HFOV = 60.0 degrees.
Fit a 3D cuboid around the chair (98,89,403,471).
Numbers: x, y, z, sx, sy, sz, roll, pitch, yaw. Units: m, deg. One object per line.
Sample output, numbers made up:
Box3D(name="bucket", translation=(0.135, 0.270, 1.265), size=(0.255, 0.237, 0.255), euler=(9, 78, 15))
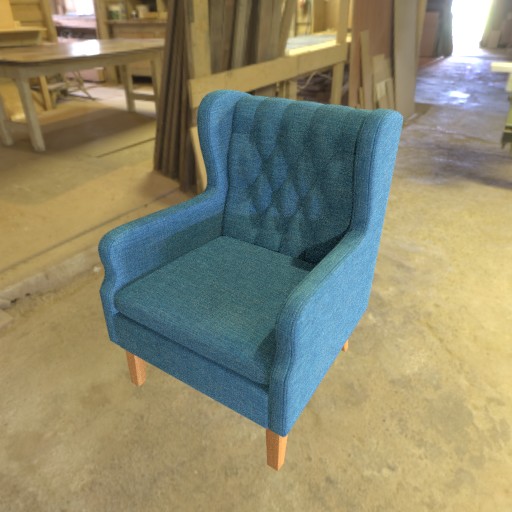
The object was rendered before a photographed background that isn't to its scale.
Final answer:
Box3D(name="chair", translation=(0.000, 0.000, 1.503), size=(0.711, 0.952, 0.775), euler=(19, 35, 29))
